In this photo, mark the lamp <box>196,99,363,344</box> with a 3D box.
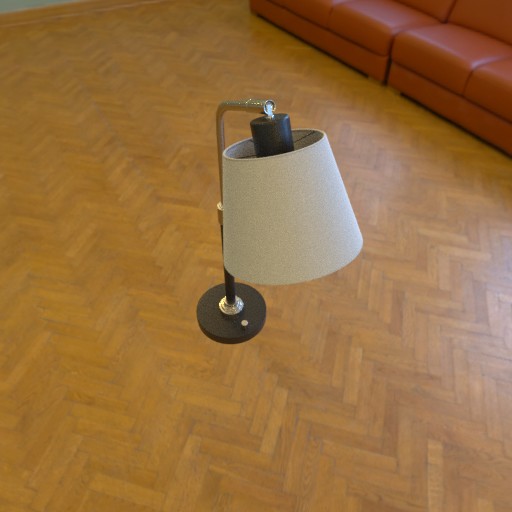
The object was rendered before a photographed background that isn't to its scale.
[{"bbox_3d":[0.000,0.000,0.698,0.181,0.539,0.348,-23,50,-21],"label":"lamp"}]
